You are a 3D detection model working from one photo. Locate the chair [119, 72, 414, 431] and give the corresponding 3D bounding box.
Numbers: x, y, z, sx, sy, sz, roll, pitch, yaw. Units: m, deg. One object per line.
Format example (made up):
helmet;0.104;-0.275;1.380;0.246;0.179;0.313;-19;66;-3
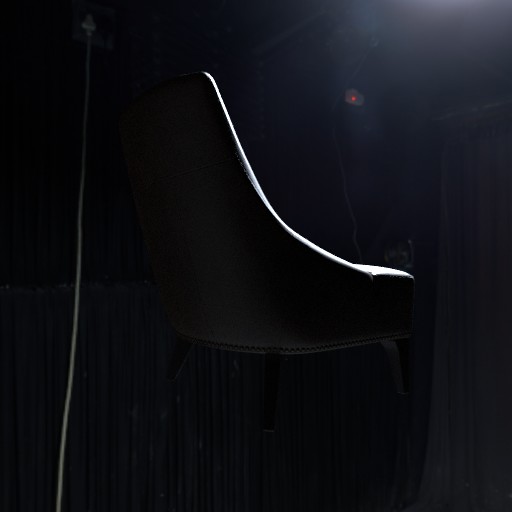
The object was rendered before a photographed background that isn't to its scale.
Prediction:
chair;0.000;0.000;1.503;0.861;0.909;0.701;0;-1;-36
